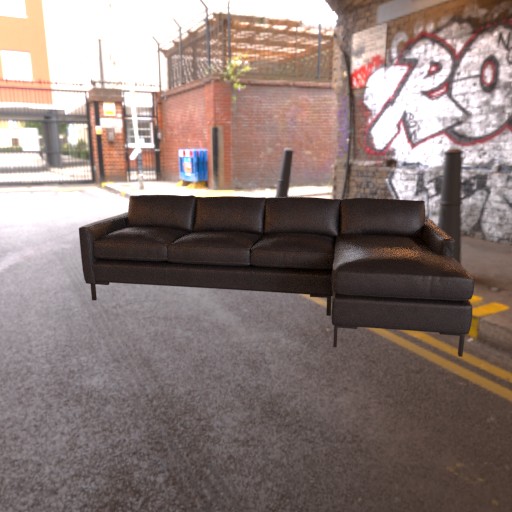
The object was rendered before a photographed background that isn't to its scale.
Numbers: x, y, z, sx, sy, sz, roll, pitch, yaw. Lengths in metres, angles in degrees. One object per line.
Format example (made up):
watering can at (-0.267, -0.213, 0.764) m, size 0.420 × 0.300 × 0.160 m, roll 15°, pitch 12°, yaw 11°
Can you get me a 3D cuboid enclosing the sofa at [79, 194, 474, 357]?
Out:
sofa at (0.000, 0.000, 3.623) m, size 2.993 × 0.859 × 1.471 m, roll 2°, pitch 14°, yaw 10°
